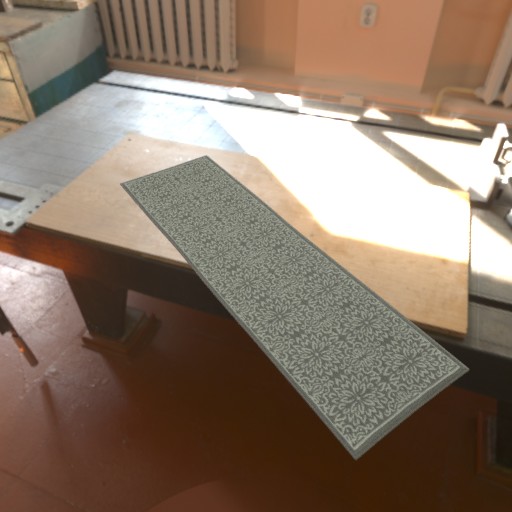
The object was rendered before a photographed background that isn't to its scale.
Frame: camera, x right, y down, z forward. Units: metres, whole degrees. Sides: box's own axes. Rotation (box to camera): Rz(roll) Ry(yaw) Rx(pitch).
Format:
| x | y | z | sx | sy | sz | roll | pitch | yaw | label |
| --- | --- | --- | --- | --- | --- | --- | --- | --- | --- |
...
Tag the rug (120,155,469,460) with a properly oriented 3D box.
| x | y | z | sx | sy | sz | roll | pitch | yaw | label |
| --- | --- | --- | --- | --- | --- | --- | --- | --- | --- |
| 0.000 | 0.000 | 2.390 | 0.662 | 0.011 | 2.196 | -25 | 48 | -25 | rug |
